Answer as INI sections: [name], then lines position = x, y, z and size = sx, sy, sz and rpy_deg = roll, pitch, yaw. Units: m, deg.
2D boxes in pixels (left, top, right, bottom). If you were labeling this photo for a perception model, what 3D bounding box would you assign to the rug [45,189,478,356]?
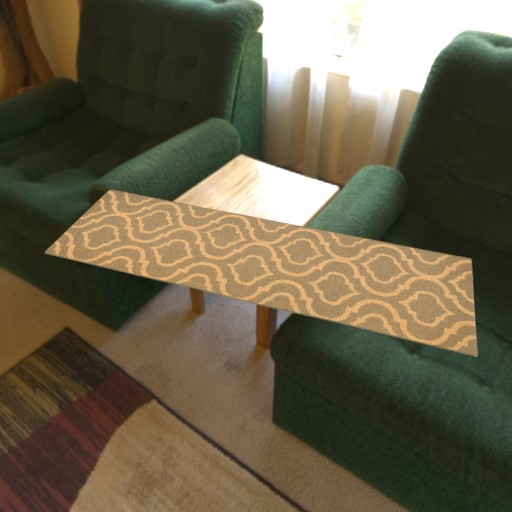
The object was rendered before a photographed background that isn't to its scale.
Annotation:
[rug]
position = 0.000, 0.000, 2.459
size = 2.275, 0.009, 0.684
rpy_deg = 12, 43, 13
